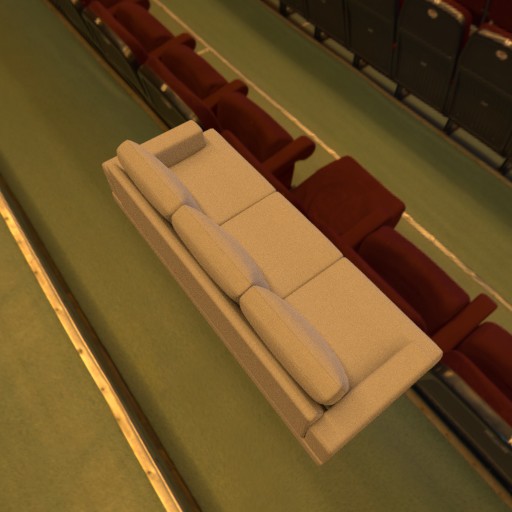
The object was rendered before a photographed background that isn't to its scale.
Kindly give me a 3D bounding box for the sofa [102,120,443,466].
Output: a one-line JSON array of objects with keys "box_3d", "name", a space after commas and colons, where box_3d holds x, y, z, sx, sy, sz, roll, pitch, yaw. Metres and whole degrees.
[{"box_3d": [0.000, 0.000, 2.805, 0.920, 0.810, 2.310, -33, 63, -19], "name": "sofa"}]
